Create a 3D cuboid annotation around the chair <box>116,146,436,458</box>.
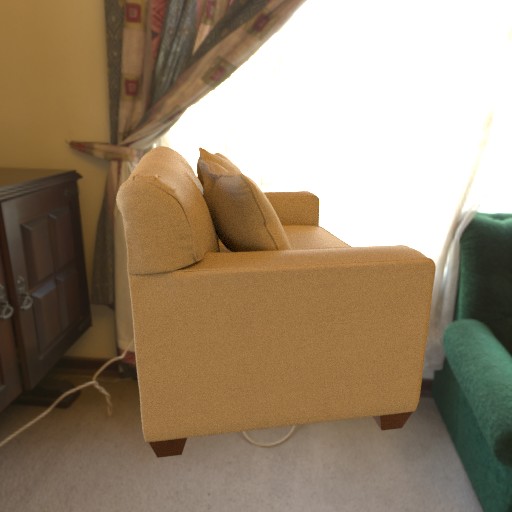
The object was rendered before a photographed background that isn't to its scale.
[{"bbox_3d":[0.000,0.000,2.012,1.000,0.948,1.383,-3,17,-9],"label":"chair"}]
